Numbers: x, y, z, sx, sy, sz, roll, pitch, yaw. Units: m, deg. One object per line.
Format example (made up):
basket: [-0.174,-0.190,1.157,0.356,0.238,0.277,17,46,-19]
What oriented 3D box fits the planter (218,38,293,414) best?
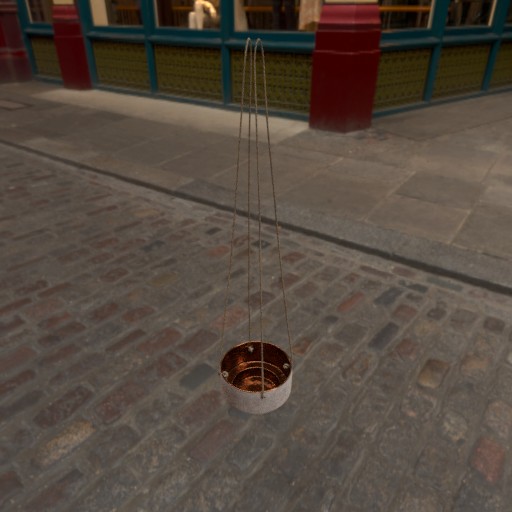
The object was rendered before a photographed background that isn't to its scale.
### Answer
planter: [0.000,0.000,1.165,0.223,1.030,0.223,19,36,29]
